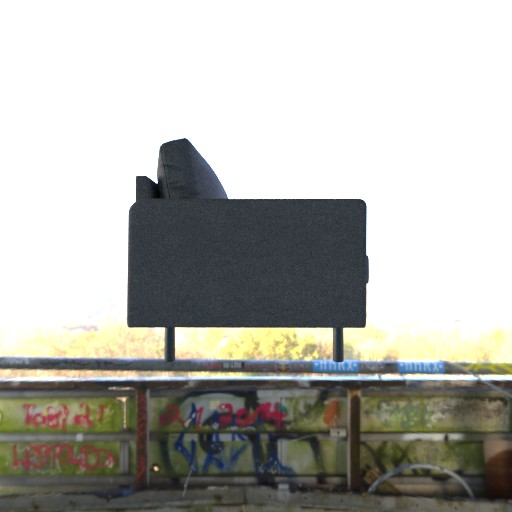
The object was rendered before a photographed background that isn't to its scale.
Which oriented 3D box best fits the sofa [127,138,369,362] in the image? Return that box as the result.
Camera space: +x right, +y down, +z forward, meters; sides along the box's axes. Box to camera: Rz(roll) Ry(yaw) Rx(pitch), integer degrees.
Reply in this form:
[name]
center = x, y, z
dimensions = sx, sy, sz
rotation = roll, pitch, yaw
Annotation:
[sofa]
center = 0.000, 0.000, 2.584
dimensions = 0.880, 0.880, 2.100
rotation = 0, 0, 1
